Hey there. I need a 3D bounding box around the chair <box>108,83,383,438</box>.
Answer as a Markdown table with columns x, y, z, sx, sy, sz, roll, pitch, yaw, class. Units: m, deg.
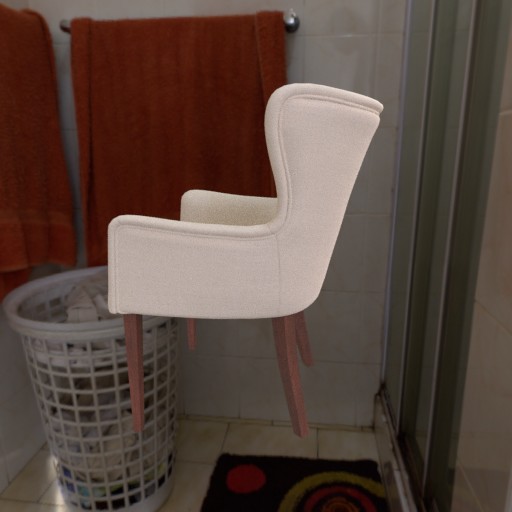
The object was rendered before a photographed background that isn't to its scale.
| x | y | z | sx | sy | sz | roll | pitch | yaw | class |
| --- | --- | --- | --- | --- | --- | --- | --- | --- | --- |
| 0.000 | 0.000 | 1.459 | 0.744 | 0.990 | 0.696 | 2 | 15 | 9 | chair |
